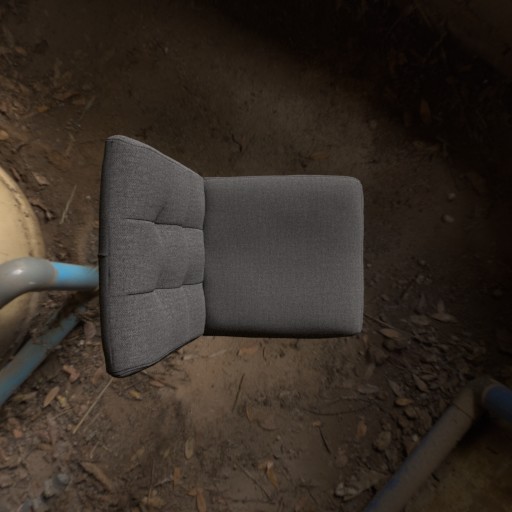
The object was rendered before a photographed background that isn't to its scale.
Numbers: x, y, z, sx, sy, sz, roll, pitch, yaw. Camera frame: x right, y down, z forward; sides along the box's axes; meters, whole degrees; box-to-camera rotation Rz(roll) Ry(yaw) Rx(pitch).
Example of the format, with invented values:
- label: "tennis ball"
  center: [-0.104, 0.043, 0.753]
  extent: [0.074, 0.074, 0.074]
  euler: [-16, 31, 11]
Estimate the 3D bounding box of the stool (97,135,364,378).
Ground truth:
- label: "stool"
  center: [0.000, 0.000, 1.197]
  extent: [0.571, 0.885, 0.427]
  euler: [0, 90, -1]
